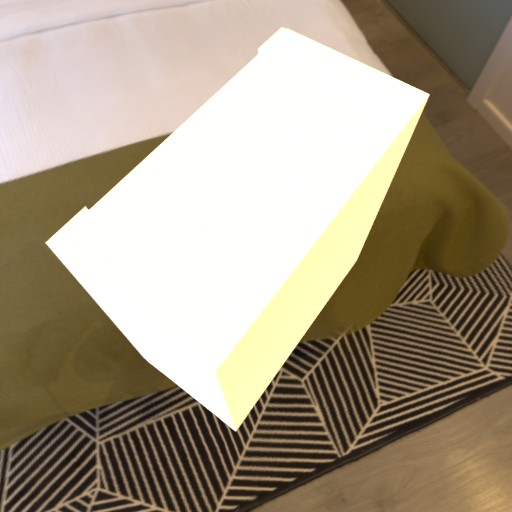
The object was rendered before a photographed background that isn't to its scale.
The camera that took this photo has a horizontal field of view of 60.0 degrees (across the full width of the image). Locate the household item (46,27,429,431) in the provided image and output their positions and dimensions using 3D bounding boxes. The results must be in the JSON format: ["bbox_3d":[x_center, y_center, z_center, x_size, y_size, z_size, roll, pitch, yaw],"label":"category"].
[{"bbox_3d":[0.000,0.000,1.328,0.420,0.870,0.800,33,67,16],"label":"household item"}]
